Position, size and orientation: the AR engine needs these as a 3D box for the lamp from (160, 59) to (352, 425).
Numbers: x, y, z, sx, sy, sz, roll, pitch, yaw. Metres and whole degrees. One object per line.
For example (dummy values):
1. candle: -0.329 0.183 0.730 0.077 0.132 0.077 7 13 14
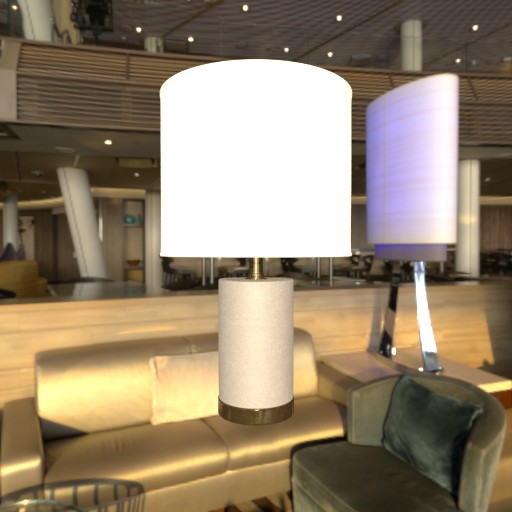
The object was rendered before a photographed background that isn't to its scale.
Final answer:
1. lamp: 0.000 0.000 0.542 0.229 0.380 0.229 0 1 0
